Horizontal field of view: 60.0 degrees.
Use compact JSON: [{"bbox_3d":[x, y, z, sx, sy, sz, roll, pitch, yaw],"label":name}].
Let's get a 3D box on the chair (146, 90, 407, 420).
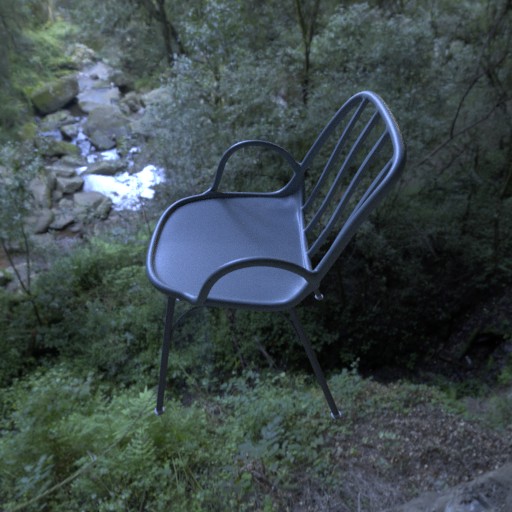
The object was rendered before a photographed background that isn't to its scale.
[{"bbox_3d":[0.000,0.000,1.219,0.597,0.816,0.549,0,40,0],"label":"chair"}]
